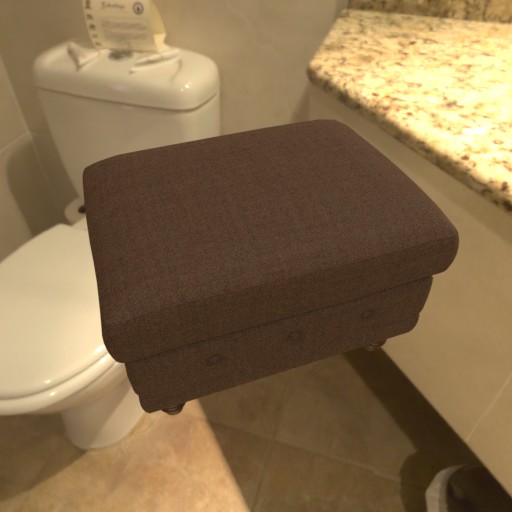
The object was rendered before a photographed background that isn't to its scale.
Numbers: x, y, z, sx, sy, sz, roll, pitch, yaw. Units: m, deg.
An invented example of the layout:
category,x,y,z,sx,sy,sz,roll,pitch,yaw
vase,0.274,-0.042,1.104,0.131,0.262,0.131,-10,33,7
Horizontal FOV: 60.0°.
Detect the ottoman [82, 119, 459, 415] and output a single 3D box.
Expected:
category,x,y,z,sx,sy,sz,roll,pitch,yaw
ottoman,0.000,0.000,1.223,0.809,0.555,0.599,-14,45,-14
